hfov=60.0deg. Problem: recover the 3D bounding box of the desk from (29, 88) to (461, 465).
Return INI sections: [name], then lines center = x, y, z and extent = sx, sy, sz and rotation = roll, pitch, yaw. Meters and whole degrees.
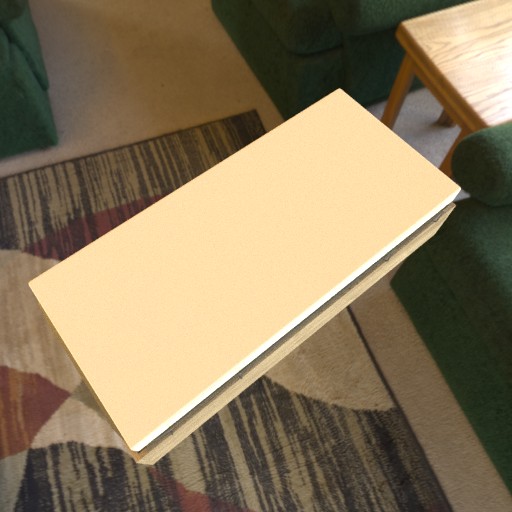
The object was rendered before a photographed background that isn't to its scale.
[desk]
center = 0.000, 0.000, 2.208
extent = 1.900, 0.455, 0.900
rotation = -36, 69, -16
